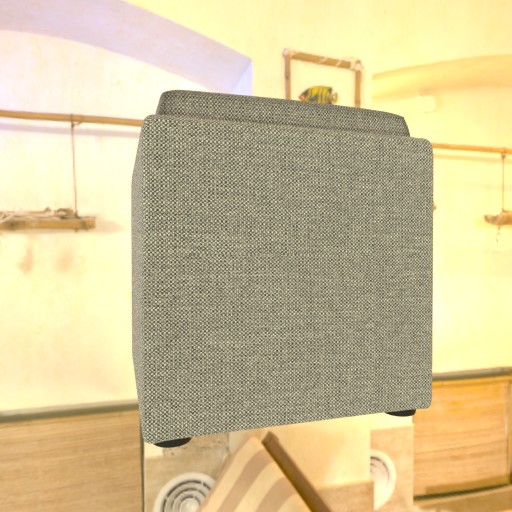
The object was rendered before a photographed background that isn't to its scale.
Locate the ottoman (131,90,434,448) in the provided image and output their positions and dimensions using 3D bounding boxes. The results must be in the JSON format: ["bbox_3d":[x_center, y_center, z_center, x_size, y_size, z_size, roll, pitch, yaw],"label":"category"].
[{"bbox_3d":[0.000,0.000,0.827,0.436,0.487,0.454,0,1,-17],"label":"ottoman"}]
